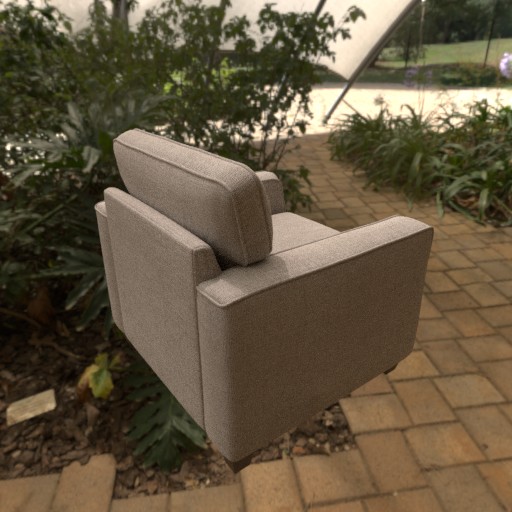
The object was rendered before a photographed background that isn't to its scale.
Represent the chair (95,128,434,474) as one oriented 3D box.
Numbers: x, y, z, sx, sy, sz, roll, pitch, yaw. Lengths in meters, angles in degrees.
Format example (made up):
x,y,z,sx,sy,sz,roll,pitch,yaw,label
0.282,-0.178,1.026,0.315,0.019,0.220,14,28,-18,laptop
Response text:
x,y,z,sx,sy,sz,roll,pitch,yaw,label
0.000,0.000,1.780,0.939,0.965,1.015,-18,31,-33,chair
